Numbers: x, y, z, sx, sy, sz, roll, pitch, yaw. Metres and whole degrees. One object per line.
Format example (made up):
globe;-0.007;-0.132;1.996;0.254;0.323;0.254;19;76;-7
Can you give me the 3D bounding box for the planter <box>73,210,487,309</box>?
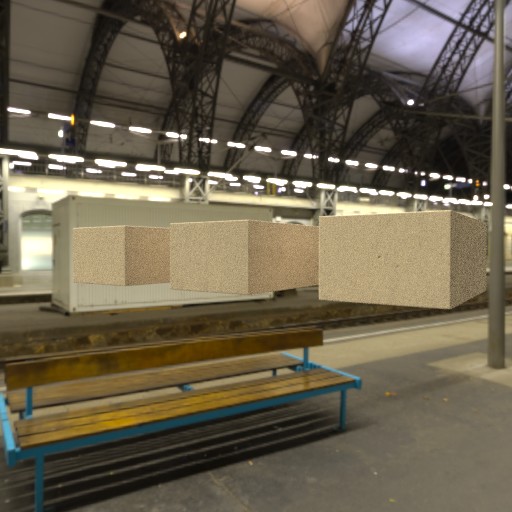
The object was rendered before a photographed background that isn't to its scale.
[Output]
planter;0.000;0.000;0.376;0.333;0.051;0.127;1;1;35
